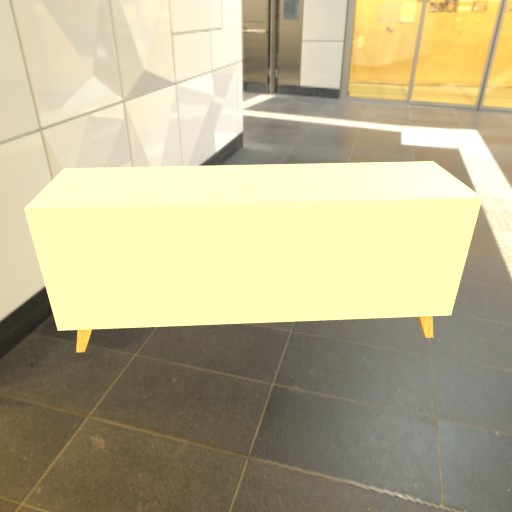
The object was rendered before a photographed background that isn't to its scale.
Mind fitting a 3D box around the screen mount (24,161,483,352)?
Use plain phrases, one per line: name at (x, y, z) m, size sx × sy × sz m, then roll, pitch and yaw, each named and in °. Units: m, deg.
screen mount at (0.000, 0.000, 1.764) m, size 1.490 × 0.619 × 0.400 m, roll -2°, pitch 29°, yaw -3°
